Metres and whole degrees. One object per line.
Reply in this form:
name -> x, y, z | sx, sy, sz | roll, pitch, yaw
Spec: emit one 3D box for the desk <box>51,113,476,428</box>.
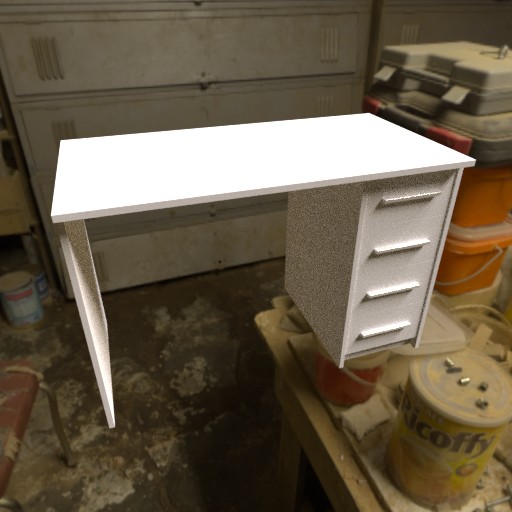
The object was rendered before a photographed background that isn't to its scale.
desk -> 0.000, 0.000, 1.490 | 1.096, 0.730, 0.560 | -10, 33, -16
